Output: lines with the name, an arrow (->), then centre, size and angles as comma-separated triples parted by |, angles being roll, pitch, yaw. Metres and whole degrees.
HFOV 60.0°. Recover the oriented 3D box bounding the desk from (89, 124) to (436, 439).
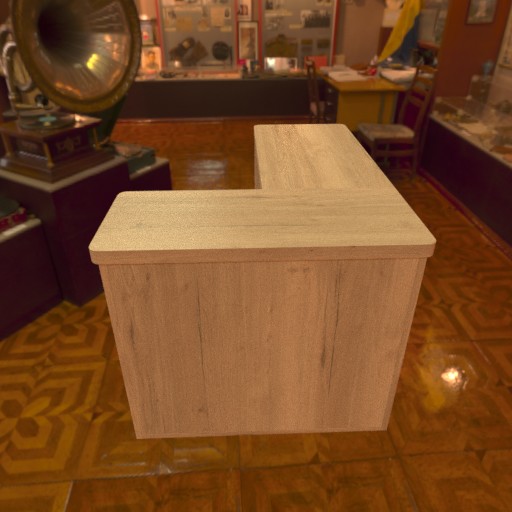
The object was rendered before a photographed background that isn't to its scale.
desk -> 0.000, 0.000, 1.822 | 0.900, 0.760, 1.169 | -1, 31, -2
